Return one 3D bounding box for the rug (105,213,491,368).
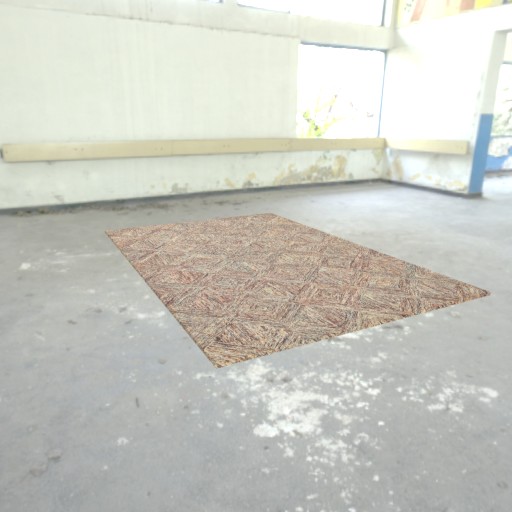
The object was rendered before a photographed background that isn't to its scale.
[{"bbox_3d":[0.000,0.000,2.896,1.523,0.019,2.285,-9,19,-26],"label":"rug"}]
